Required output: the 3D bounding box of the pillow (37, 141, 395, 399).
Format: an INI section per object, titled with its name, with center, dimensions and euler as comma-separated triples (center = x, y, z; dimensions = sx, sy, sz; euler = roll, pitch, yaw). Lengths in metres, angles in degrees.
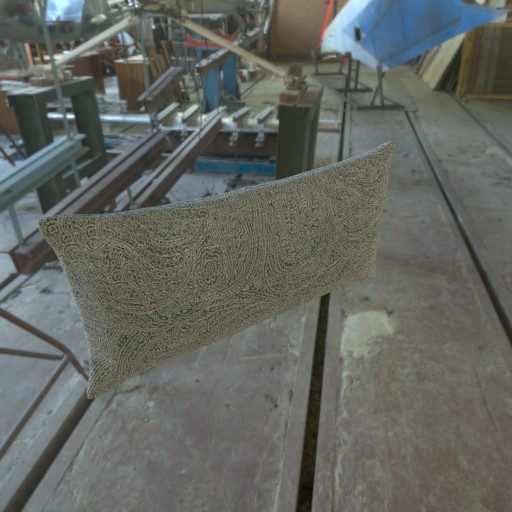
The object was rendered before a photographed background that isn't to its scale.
[pillow]
center = 0.000, 0.000, 0.736
dimensions = 0.615, 0.295, 0.151
euler = -19, 35, -29
